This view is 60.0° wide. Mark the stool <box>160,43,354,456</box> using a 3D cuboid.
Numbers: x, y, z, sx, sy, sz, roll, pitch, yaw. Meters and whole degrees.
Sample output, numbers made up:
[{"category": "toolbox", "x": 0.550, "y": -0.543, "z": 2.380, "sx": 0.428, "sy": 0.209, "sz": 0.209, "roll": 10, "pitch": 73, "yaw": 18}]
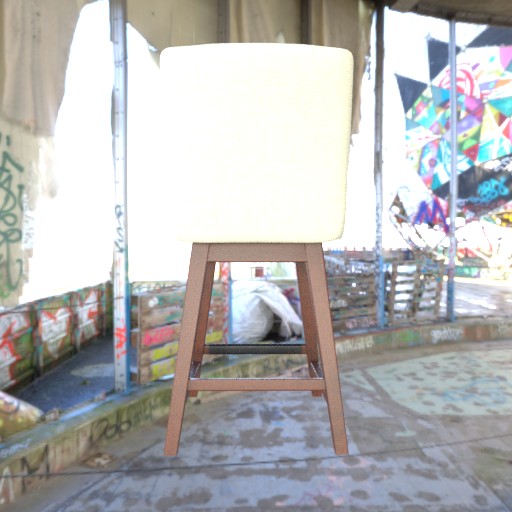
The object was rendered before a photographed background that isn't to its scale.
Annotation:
[{"category": "stool", "x": 0.000, "y": 0.000, "z": 1.289, "sx": 0.469, "sy": 0.991, "sz": 0.559, "roll": 0, "pitch": 2, "yaw": -1}]
